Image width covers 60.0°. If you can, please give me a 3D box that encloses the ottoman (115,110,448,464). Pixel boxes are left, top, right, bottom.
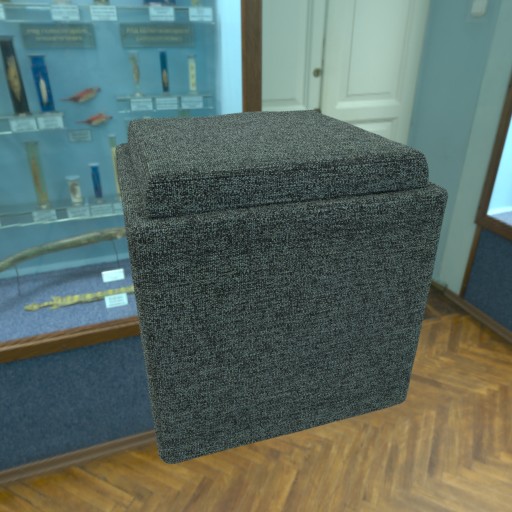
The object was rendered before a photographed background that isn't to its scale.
[{"bbox_3d":[0.000,0.000,0.824,0.450,0.463,0.450,-8,28,-16],"label":"ottoman"}]
